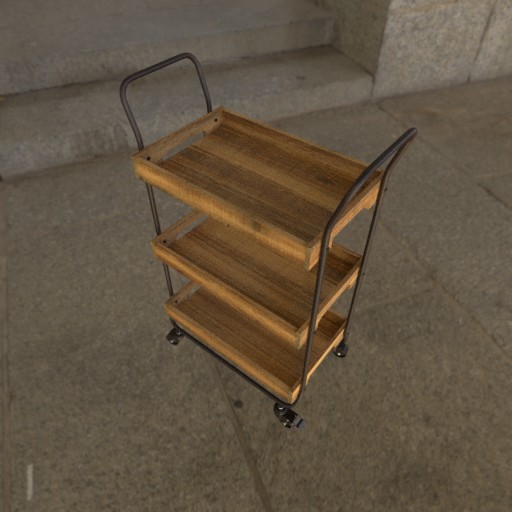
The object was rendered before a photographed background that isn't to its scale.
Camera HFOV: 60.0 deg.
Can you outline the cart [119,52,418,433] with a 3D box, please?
[{"bbox_3d":[0.000,0.000,1.168,0.583,0.857,0.339,29,52,26],"label":"cart"}]
